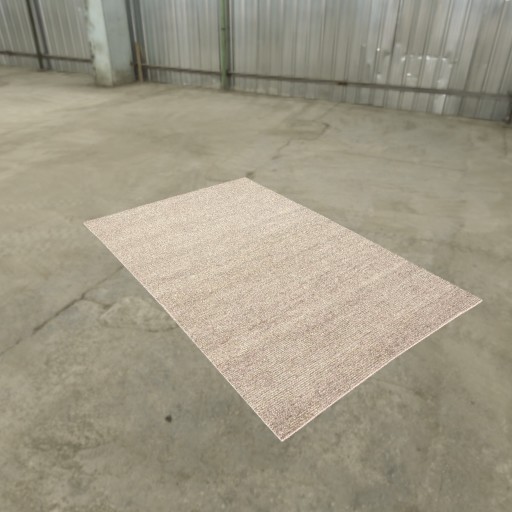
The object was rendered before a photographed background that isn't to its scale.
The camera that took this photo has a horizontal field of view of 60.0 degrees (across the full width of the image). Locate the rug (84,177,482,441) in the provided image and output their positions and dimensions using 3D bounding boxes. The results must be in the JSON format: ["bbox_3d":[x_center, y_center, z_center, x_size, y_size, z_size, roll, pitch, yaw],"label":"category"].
[{"bbox_3d":[0.000,0.000,2.246,1.154,0.021,1.792,-22,38,-31],"label":"rug"}]
